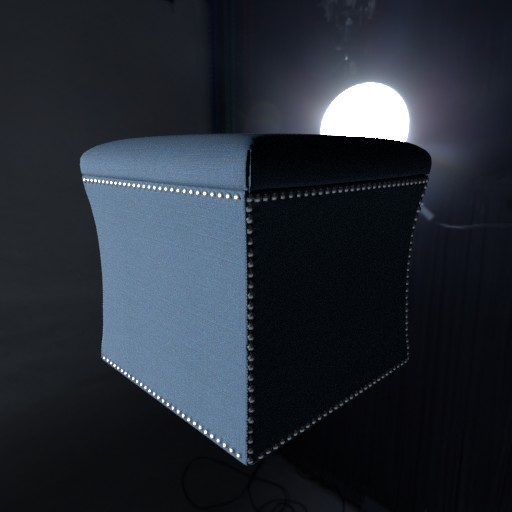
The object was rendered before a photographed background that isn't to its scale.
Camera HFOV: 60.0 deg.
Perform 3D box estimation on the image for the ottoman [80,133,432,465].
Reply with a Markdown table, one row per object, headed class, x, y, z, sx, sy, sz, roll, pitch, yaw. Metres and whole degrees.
| class | x | y | z | sx | sy | sz | roll | pitch | yaw |
| --- | --- | --- | --- | --- | --- | --- | --- | --- | --- |
| ottoman | 0.000 | 0.000 | 0.895 | 0.507 | 0.475 | 0.497 | -13 | 19 | -42 |
